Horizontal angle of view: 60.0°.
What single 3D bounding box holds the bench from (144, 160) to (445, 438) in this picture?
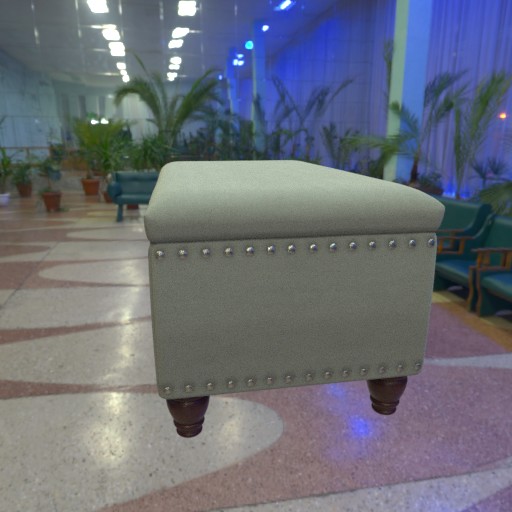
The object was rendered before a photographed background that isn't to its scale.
[{"bbox_3d":[0.000,0.000,1.175,0.500,0.449,0.887,-3,16,-10],"label":"bench"}]
